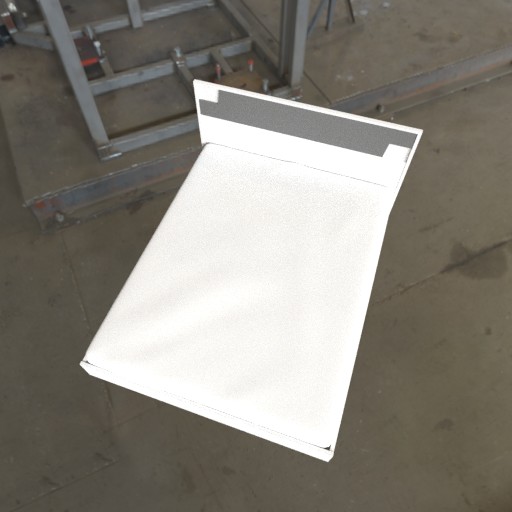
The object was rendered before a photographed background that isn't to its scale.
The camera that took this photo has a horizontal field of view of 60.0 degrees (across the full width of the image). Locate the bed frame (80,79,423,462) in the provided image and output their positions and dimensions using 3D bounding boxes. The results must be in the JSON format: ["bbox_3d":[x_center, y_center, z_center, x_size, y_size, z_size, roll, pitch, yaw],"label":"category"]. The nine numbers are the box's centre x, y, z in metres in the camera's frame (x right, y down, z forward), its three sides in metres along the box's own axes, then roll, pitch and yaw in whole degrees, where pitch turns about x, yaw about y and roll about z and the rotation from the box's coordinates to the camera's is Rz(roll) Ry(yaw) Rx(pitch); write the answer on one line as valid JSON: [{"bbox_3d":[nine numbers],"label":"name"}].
[{"bbox_3d":[0.000,0.000,3.092,1.711,1.001,2.100,16,59,10],"label":"bed frame"}]
